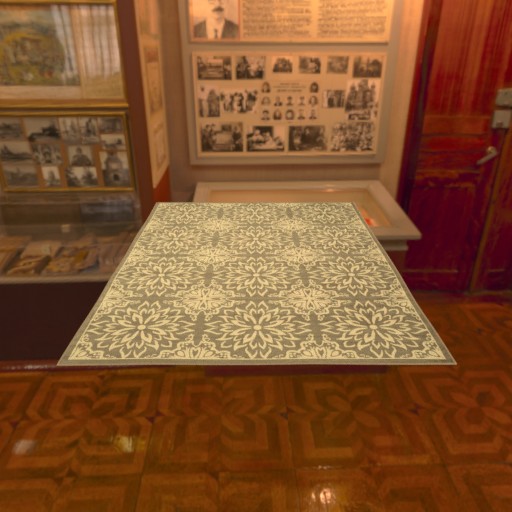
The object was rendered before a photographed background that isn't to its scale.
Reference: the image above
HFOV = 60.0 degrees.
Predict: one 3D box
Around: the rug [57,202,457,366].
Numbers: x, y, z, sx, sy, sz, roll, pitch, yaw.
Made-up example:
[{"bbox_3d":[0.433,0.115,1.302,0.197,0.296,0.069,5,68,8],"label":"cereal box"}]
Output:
[{"bbox_3d":[0.000,0.000,3.954,2.363,0.012,2.980,0,26,0],"label":"rug"}]
